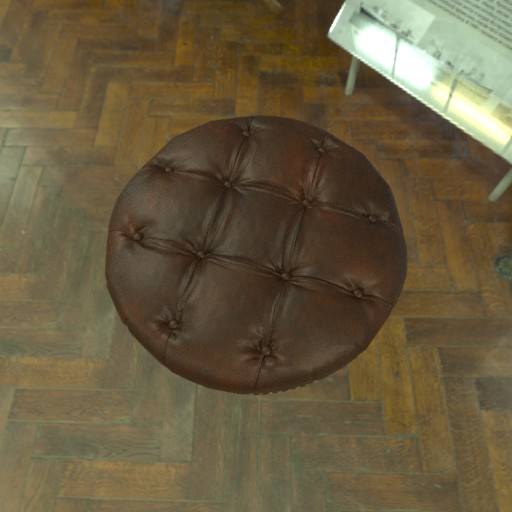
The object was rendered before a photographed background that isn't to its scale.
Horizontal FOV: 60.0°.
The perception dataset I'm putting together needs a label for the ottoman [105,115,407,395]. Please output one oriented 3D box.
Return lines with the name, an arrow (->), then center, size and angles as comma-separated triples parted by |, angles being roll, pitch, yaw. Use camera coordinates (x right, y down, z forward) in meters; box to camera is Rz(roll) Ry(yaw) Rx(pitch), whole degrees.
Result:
ottoman -> 0.000, 0.000, 1.423 | 0.901, 0.455, 0.901 | 0, 63, 0
